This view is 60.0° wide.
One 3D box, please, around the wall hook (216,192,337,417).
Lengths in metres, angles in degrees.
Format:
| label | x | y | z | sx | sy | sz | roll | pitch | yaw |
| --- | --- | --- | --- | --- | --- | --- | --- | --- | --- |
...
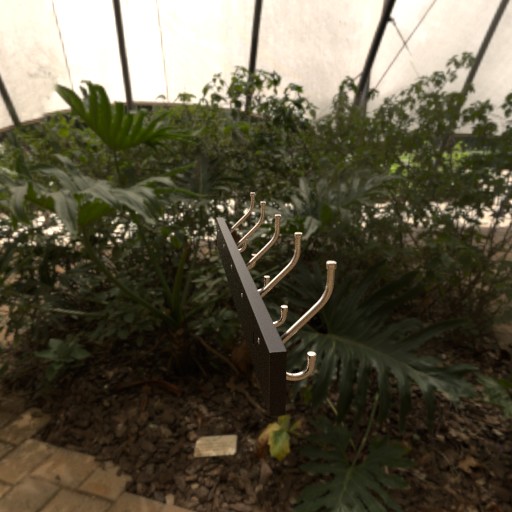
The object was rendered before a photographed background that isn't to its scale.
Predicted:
| label | x | y | z | sx | sy | sz | roll | pitch | yaw |
| --- | --- | --- | --- | --- | --- | --- | --- | --- | --- |
| wall hook | 0.000 | 0.000 | 0.630 | 0.071 | 0.117 | 0.571 | -3 | 16 | -9 |
